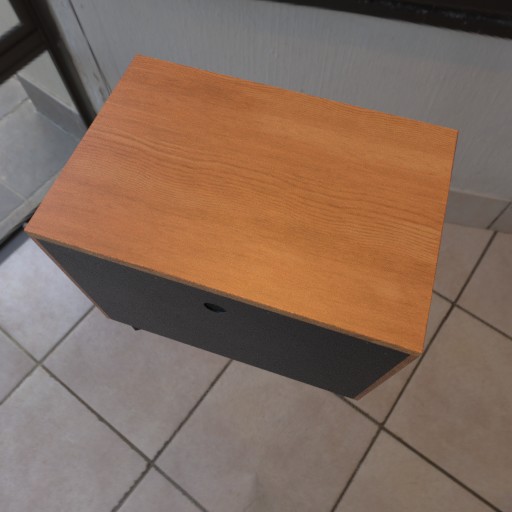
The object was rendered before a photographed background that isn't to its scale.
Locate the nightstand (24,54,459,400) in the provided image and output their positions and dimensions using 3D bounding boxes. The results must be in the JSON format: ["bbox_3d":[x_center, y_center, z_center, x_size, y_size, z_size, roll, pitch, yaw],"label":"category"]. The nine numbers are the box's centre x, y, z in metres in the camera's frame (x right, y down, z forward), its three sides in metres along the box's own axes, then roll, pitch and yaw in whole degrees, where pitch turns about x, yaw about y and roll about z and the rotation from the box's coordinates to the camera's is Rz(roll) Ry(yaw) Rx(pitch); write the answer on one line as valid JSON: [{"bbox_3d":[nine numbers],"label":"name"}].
[{"bbox_3d":[0.000,0.000,1.004,0.613,0.615,0.427,16,65,8],"label":"nightstand"}]
